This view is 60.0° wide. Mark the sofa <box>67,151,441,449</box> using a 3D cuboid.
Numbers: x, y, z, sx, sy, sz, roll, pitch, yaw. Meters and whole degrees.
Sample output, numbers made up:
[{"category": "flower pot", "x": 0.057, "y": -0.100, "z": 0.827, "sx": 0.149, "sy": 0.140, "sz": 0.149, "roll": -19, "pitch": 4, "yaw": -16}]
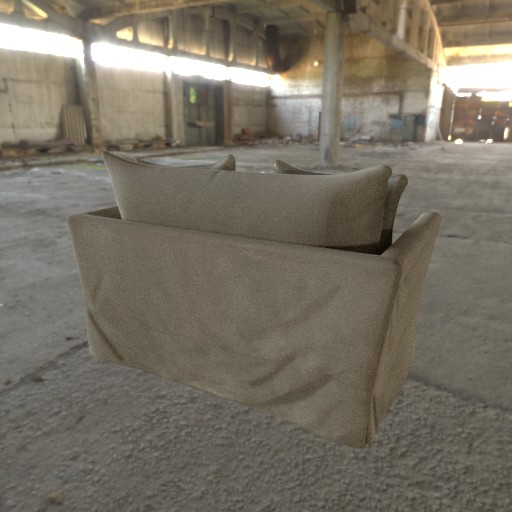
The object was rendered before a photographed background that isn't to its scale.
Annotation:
[{"category": "sofa", "x": 0.000, "y": 0.000, "z": 2.263, "sx": 1.608, "sy": 1.040, "sz": 1.035, "roll": 9, "pitch": 19, "yaw": 28}]
